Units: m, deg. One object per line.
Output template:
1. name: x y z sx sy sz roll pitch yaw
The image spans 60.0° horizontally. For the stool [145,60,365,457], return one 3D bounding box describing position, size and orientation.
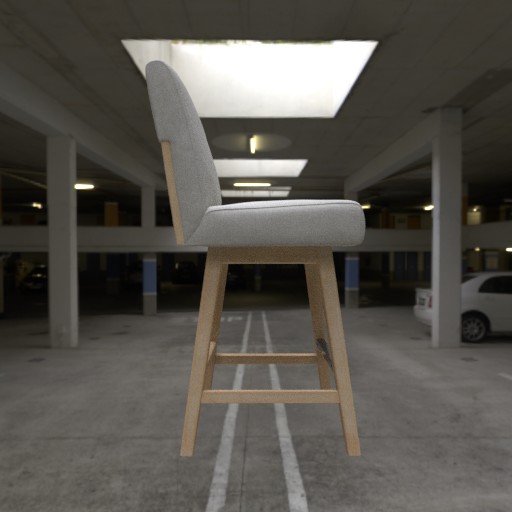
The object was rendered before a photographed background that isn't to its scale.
1. stool: 0.000 0.000 1.428 0.606 1.085 0.507 0 1 0
